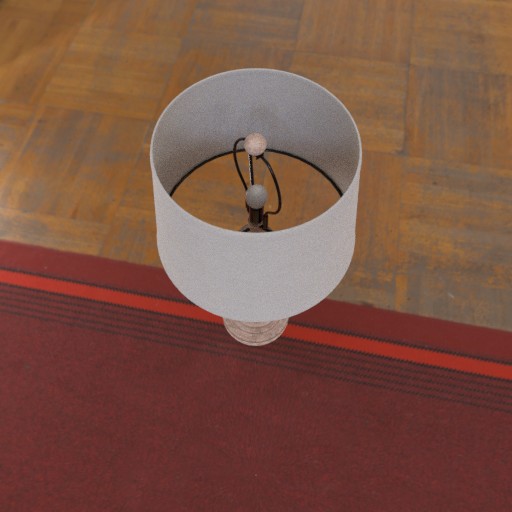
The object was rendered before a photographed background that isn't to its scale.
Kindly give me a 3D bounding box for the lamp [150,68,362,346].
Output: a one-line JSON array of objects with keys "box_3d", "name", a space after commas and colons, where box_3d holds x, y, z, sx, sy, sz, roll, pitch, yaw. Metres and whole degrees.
[{"box_3d": [0.000, 0.000, 0.863, 0.340, 0.678, 0.340, 0, 64, 0], "name": "lamp"}]
